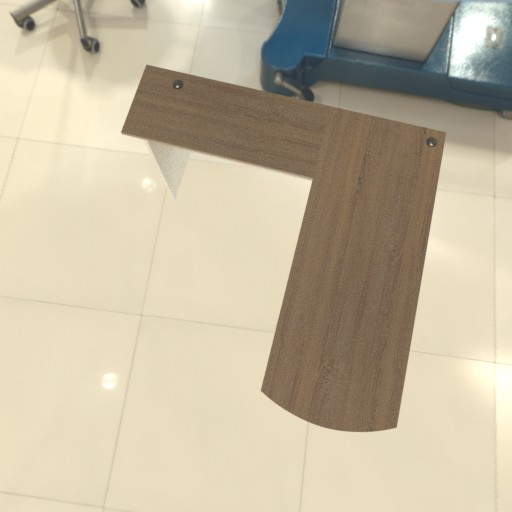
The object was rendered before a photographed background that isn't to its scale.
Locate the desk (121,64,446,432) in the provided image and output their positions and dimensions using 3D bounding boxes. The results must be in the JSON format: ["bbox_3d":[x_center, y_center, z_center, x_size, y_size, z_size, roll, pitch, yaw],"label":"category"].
[{"bbox_3d":[0.000,0.000,2.140,1.361,0.716,1.303,14,76,4],"label":"desk"}]
